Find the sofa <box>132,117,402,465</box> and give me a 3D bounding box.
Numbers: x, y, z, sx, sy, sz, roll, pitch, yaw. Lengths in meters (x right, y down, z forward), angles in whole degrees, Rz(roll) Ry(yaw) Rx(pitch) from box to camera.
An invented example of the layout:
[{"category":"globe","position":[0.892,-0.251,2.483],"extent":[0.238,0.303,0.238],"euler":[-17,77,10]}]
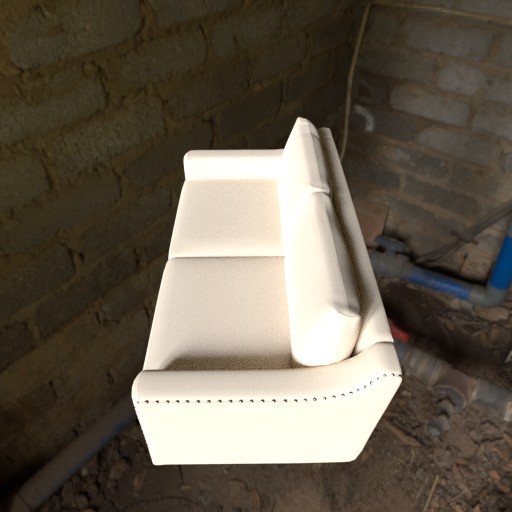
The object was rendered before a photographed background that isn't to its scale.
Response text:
[{"category":"sofa","position":[0.000,0.000,2.291],"extent":[0.949,0.830,1.812],"euler":[0,42,0]}]
